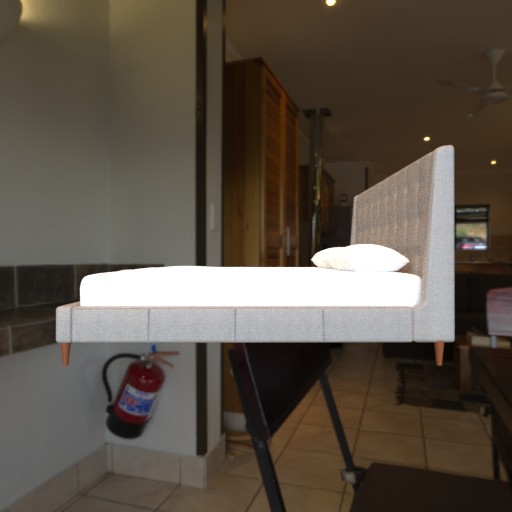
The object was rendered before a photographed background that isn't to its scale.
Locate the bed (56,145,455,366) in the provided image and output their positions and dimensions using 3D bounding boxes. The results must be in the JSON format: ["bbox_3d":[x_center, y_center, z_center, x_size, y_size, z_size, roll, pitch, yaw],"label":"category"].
[{"bbox_3d":[0.000,0.000,3.594,2.342,1.289,2.062,0,0,-1],"label":"bed"}]
